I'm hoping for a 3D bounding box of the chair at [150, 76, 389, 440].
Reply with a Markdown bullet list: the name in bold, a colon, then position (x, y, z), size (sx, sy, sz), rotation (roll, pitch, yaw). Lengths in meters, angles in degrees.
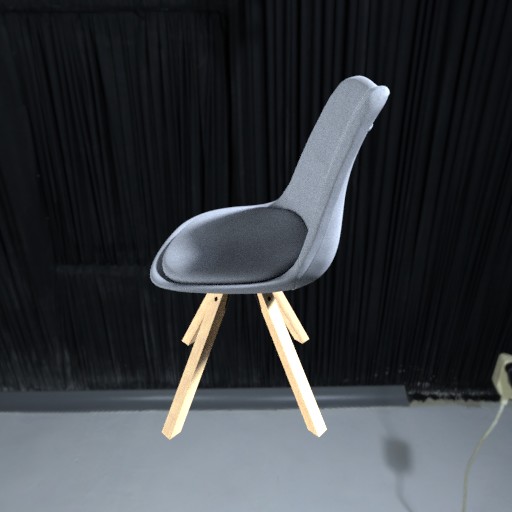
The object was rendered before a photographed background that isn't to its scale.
- **chair**: position (0.000, 0.000, 1.170), size (0.549, 0.863, 0.474), rotation (0, 27, 0)
